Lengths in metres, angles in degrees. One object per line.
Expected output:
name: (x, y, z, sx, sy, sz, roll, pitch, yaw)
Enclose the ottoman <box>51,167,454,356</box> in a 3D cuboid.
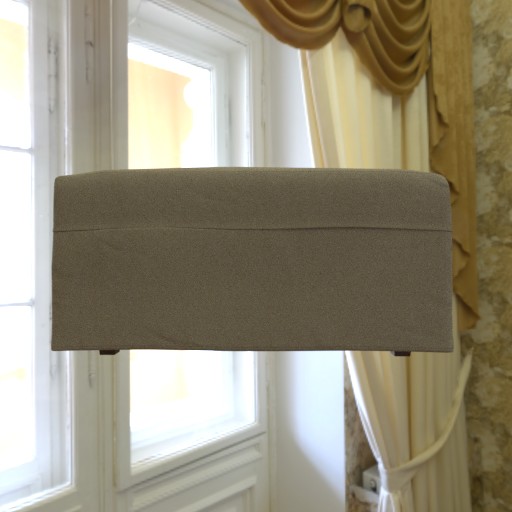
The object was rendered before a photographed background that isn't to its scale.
ottoman: (0.000, 0.000, 1.211, 0.872, 0.444, 0.590, 0, 0, 1)
